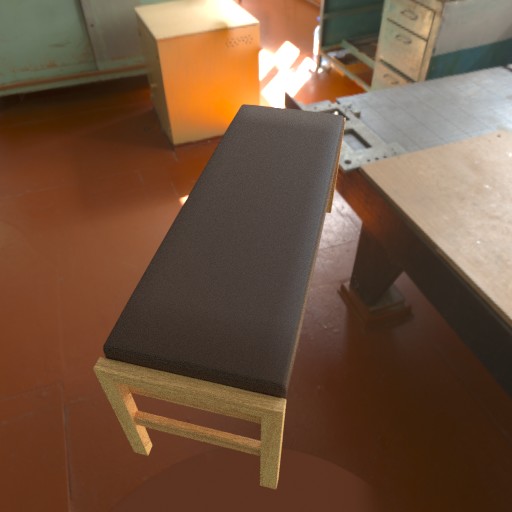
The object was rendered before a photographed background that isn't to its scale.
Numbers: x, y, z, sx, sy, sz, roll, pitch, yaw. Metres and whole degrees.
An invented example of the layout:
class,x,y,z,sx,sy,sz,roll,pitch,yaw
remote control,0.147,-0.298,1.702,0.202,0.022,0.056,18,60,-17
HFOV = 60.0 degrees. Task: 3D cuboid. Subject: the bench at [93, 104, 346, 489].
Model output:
class,x,y,z,sx,sy,sz,roll,pitch,yaw
bench,0.000,0.000,1.444,0.405,0.480,1.200,10,46,10
